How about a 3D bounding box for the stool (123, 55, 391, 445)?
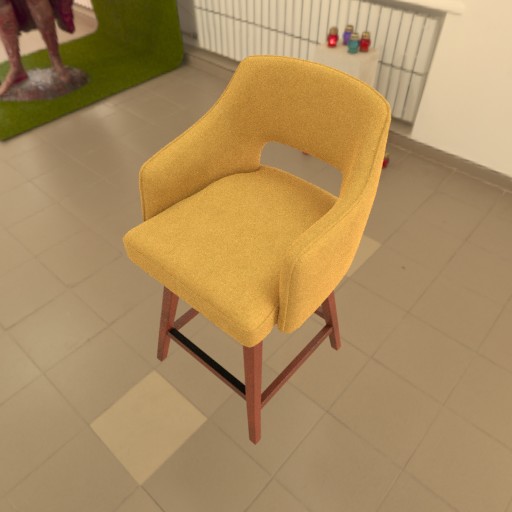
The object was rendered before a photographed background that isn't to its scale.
[{"bbox_3d":[0.000,0.000,1.272,0.548,0.924,0.558,32,53,28],"label":"stool"}]
